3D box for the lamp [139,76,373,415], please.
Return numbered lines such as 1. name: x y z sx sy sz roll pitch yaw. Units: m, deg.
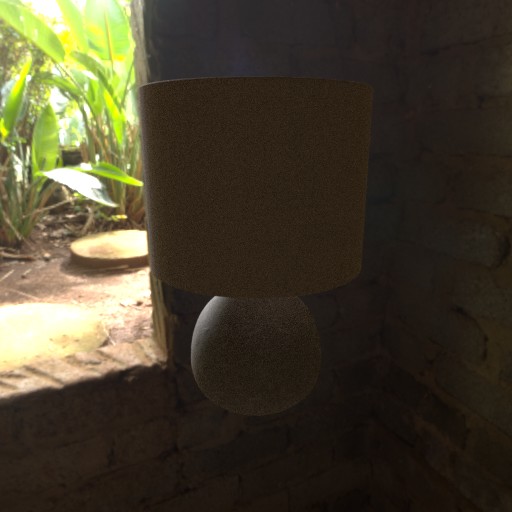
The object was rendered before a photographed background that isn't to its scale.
1. lamp: 0.000 0.000 0.580 0.269 0.409 0.269 8 18 27
